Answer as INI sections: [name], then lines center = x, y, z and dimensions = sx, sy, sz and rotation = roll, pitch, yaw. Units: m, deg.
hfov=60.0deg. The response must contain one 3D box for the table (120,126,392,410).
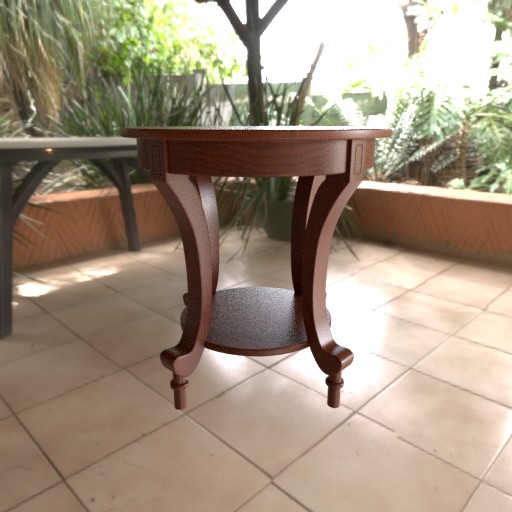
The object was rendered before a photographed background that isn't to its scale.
[table]
center = 0.000, 0.000, 1.098
dimensions = 0.597, 0.612, 0.597
rotation = 0, 17, 0
